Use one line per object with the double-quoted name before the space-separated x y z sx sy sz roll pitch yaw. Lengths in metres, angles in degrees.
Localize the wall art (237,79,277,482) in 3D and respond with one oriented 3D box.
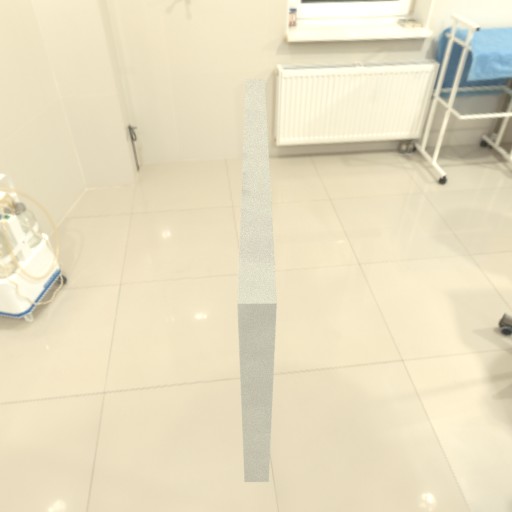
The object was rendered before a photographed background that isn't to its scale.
"wall art" 0.000 0.000 0.789 0.038 0.407 0.609 0 41 0
